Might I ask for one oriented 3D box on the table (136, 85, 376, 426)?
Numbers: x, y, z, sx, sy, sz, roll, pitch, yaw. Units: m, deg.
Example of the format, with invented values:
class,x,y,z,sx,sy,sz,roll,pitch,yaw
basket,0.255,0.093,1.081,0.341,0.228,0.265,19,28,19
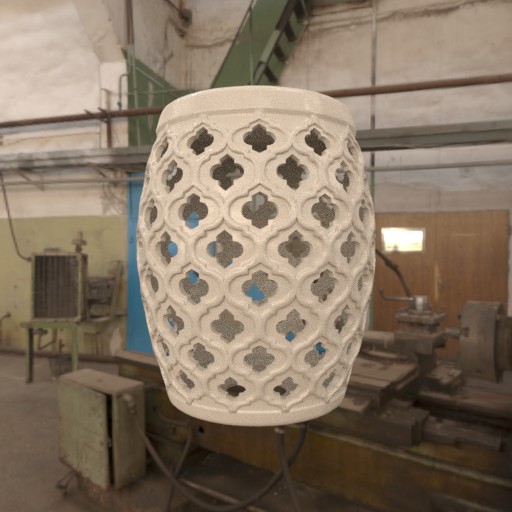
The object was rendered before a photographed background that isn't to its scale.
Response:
class,x,y,z,sx,sy,sz,roll,pitch,yaw
table,0.000,0.000,0.623,0.325,0.388,0.325,0,1,0
